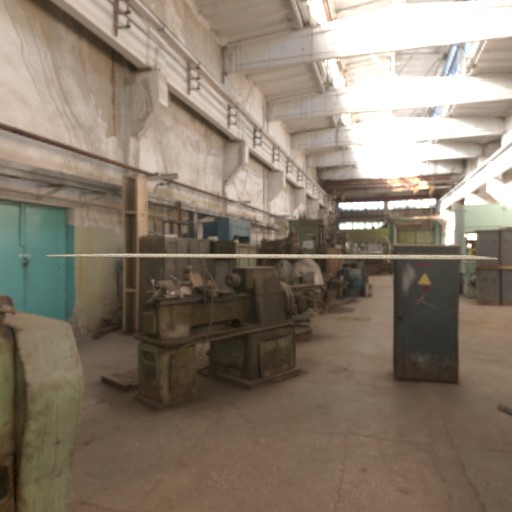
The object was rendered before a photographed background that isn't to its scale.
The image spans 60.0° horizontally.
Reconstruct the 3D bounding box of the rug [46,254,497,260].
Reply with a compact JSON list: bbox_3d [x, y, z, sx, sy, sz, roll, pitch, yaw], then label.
[{"bbox_3d":[0.000,0.000,2.378,2.196,0.011,0.662,0,1,18],"label":"rug"}]
